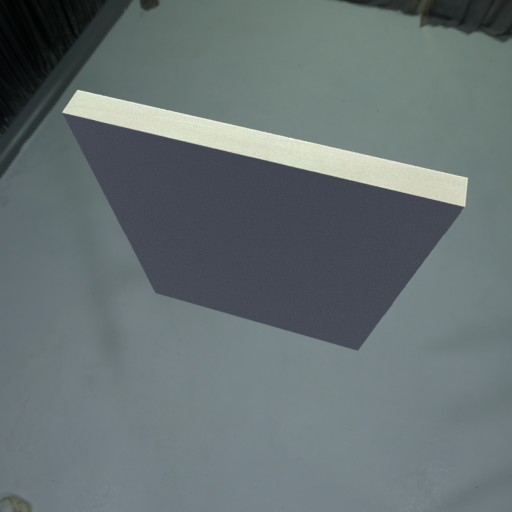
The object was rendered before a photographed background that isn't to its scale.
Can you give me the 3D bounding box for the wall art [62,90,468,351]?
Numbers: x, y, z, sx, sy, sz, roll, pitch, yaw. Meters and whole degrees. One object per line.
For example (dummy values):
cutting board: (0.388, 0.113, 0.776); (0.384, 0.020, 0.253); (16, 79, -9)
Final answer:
wall art: (0.000, 0.000, 0.694); (0.435, 0.511, 0.037); (15, 63, 8)
